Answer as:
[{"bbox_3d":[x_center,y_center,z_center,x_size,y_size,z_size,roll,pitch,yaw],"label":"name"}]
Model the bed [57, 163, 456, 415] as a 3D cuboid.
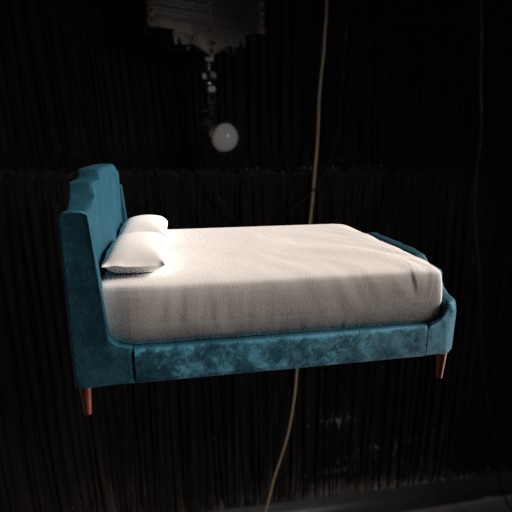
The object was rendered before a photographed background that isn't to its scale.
[{"bbox_3d":[0.000,0.000,3.293,2.322,1.338,1.678,-3,15,-10],"label":"bed"}]
